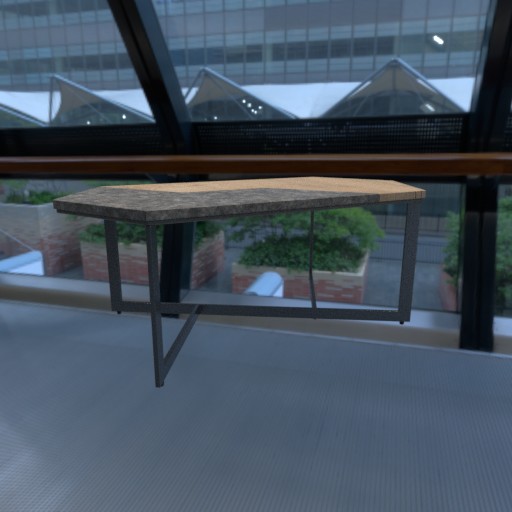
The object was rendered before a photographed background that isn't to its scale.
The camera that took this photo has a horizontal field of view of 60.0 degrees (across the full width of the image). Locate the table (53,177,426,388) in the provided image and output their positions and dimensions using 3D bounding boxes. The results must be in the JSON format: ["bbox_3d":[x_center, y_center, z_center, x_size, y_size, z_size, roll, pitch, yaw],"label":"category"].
[{"bbox_3d":[0.000,0.000,1.507,1.219,0.457,0.609,-8,16,-27],"label":"table"}]
